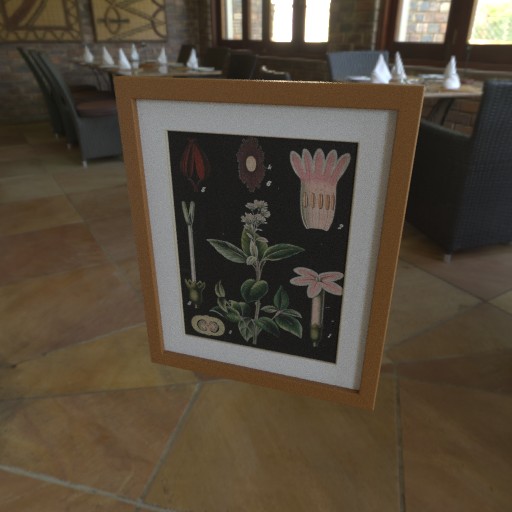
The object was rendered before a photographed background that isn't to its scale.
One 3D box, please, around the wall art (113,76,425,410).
[{"bbox_3d":[0.000,0.000,0.744,0.449,0.550,0.021,8,28,15],"label":"wall art"}]
